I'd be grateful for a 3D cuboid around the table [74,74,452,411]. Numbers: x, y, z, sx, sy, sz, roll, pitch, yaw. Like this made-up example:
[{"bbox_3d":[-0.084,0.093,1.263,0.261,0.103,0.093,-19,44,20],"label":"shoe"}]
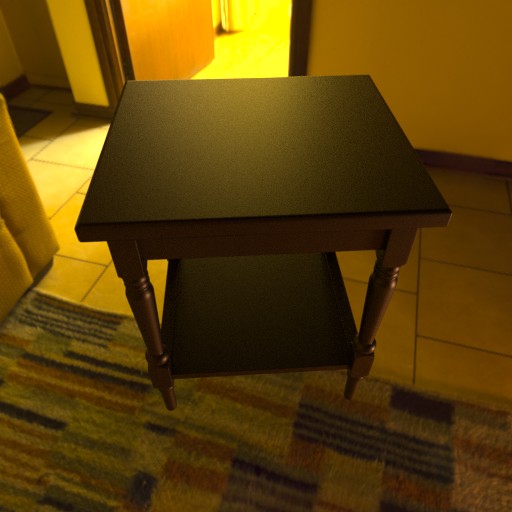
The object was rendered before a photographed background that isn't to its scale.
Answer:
[{"bbox_3d":[0.000,0.000,0.920,0.488,0.565,0.442,-3,45,-3],"label":"table"}]
